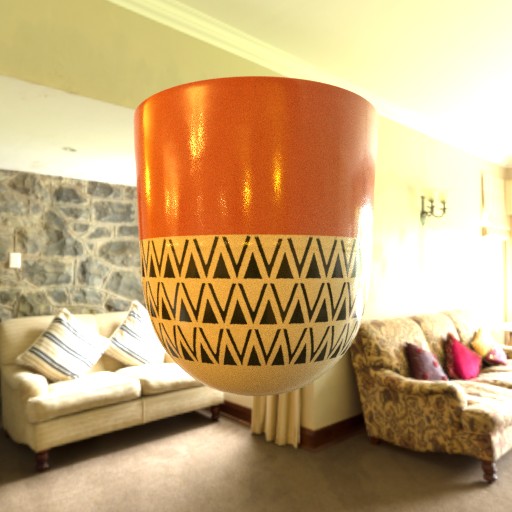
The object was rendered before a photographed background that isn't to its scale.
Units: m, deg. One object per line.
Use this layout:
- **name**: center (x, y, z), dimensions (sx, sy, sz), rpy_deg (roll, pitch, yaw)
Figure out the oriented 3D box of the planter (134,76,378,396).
- **planter**: center (0.000, 0.000, 0.363), dimensions (0.195, 0.214, 0.195), rpy_deg (0, -1, 0)
